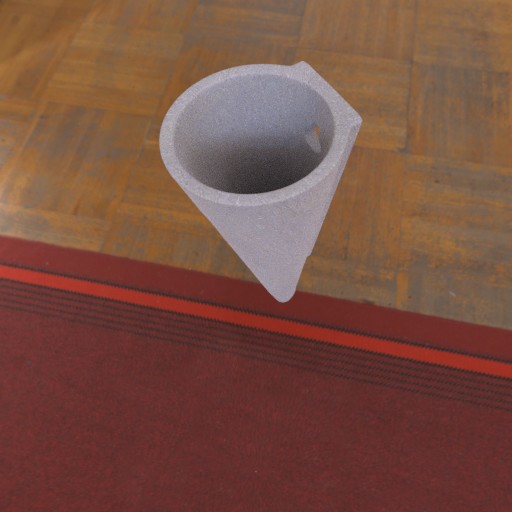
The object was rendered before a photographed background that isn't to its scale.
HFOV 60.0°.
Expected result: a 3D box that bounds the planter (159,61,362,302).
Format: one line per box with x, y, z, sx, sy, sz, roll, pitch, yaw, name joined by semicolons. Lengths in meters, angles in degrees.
0.000;0.000;0.311;0.087;0.259;0.078;-31;68;-14;planter
